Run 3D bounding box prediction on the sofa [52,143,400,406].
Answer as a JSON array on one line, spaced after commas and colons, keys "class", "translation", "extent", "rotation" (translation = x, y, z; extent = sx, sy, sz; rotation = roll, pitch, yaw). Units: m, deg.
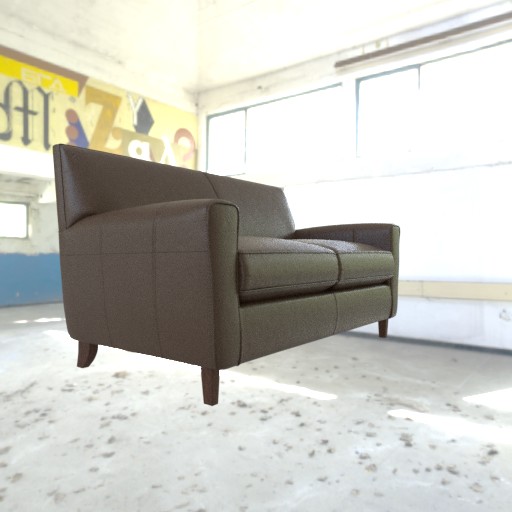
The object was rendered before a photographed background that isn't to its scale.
[{"class": "sofa", "translation": [0.000, 0.000, 2.019], "extent": [0.853, 0.859, 1.468], "rotation": [0, 1, 38]}]
